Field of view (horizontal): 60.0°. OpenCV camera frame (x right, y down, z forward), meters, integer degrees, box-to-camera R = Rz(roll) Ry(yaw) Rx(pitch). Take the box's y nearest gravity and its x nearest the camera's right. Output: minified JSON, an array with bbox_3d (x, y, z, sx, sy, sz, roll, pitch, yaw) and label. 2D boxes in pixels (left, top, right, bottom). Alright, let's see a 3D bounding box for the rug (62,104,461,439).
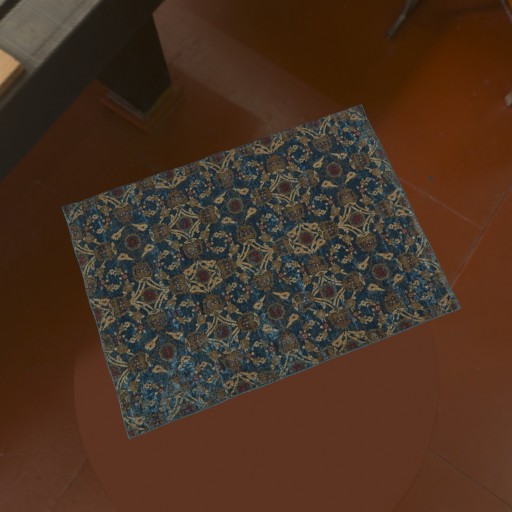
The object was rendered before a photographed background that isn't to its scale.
[{"bbox_3d":[0.000,0.000,4.336,3.291,0.013,2.337,-20,77,-5],"label":"rug"}]
